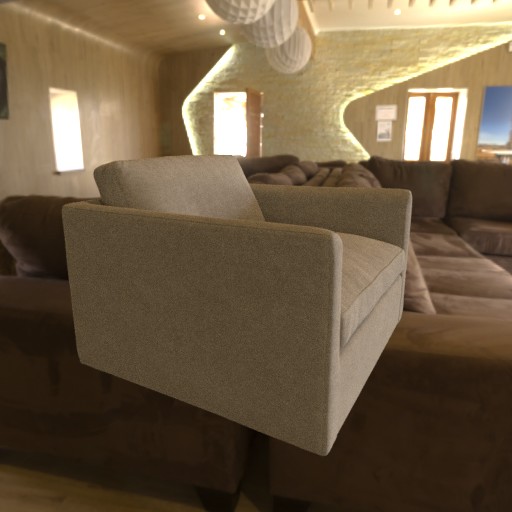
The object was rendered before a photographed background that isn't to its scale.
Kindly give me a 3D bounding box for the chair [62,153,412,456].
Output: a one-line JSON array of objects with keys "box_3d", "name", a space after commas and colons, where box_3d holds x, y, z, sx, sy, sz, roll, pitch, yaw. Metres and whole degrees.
[{"box_3d": [0.000, 0.000, 1.870, 1.091, 0.845, 1.190, 7, 16, 27], "name": "chair"}]
